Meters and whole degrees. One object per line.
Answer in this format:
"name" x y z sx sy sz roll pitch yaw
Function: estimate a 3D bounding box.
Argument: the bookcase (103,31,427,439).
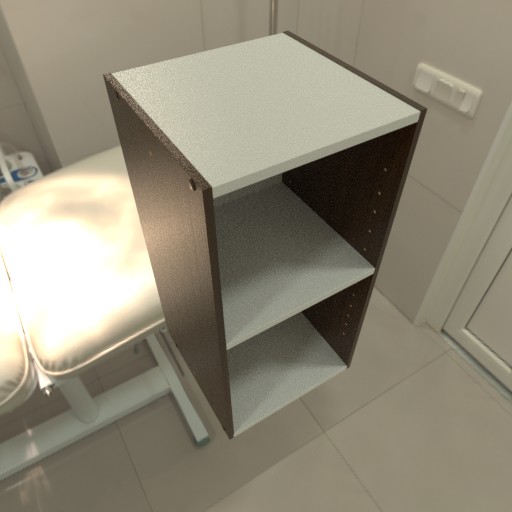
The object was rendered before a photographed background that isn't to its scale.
"bookcase" 0.000 0.000 0.772 0.300 0.600 0.290 -24 51 -21
